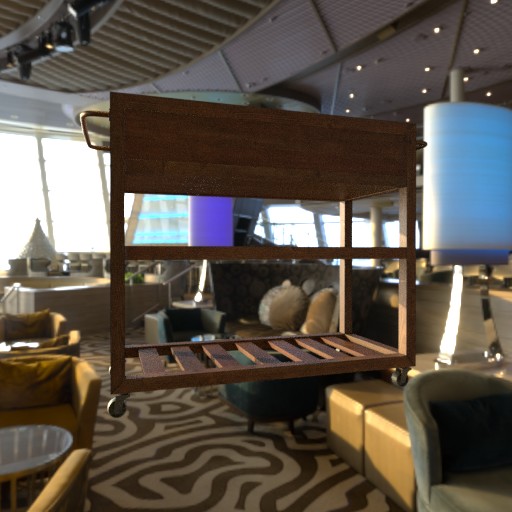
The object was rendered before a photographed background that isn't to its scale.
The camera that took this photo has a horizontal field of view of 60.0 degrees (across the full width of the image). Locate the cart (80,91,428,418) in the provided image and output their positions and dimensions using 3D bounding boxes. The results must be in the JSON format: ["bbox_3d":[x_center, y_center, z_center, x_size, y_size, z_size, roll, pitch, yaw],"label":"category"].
[{"bbox_3d":[0.000,0.000,1.464,1.065,0.830,0.445,0,0,-18],"label":"cart"}]
